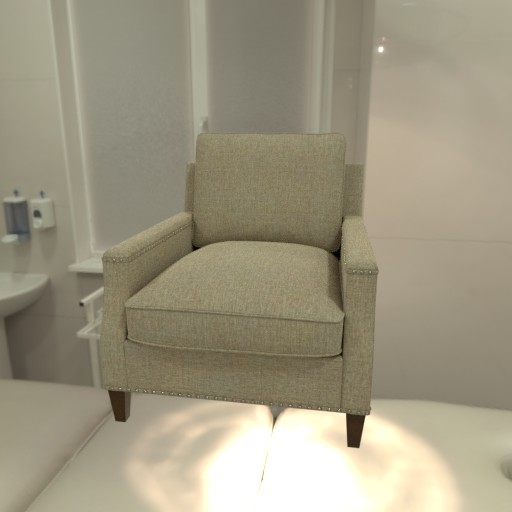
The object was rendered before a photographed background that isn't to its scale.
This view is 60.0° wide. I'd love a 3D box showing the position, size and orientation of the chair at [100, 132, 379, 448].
[{"bbox_3d":[0.000,0.000,1.735,0.853,0.943,1.014,3,15,9],"label":"chair"}]
